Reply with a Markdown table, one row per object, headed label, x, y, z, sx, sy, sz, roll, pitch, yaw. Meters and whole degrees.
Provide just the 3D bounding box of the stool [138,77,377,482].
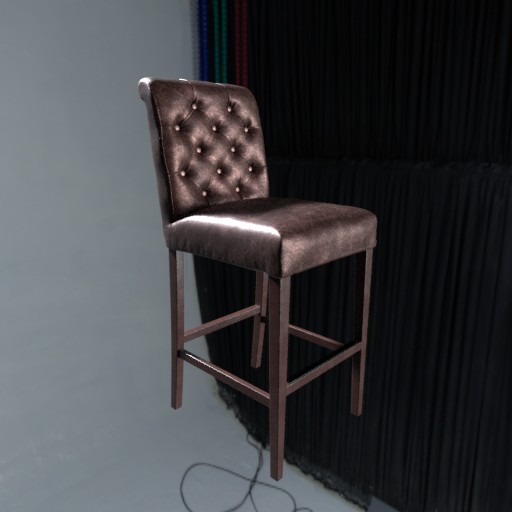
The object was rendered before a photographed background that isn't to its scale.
| label | x | y | z | sx | sy | sz | roll | pitch | yaw |
| --- | --- | --- | --- | --- | --- | --- | --- | --- | --- |
| stool | 0.000 | 0.000 | 1.521 | 0.659 | 1.168 | 0.483 | 14 | 20 | 42 |
